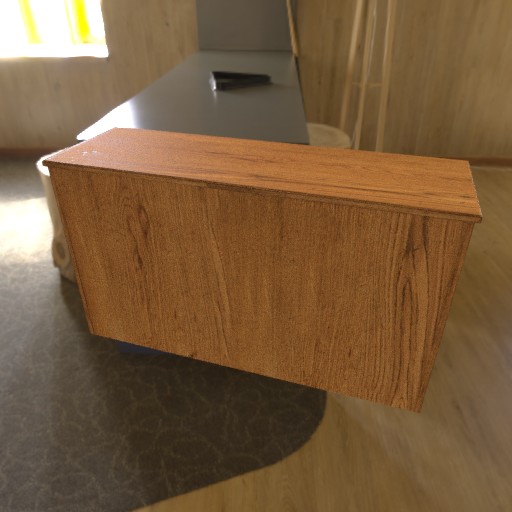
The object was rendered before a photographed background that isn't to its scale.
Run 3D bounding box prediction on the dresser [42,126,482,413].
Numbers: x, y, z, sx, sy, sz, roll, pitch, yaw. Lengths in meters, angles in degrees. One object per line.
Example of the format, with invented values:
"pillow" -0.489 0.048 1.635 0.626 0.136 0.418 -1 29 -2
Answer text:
"dresser" 0.000 0.000 2.060 1.657 0.932 0.563 10 33 15
